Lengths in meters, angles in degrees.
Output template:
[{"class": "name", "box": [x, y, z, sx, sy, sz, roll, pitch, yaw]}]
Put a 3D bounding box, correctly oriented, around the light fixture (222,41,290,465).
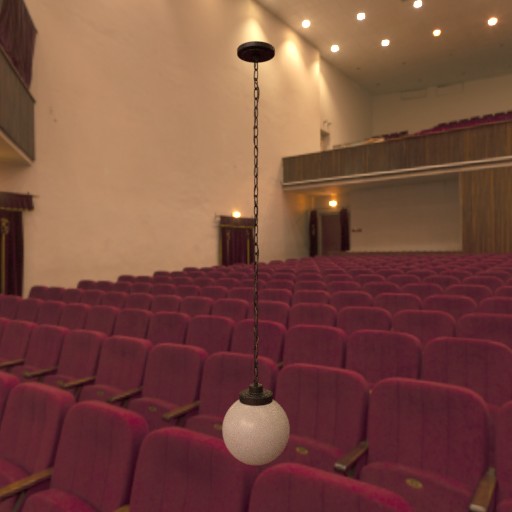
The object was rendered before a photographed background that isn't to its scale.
[{"class": "light fixture", "box": [0.000, 0.000, 2.010, 0.304, 1.867, 0.305, 0, 0, 36]}]
